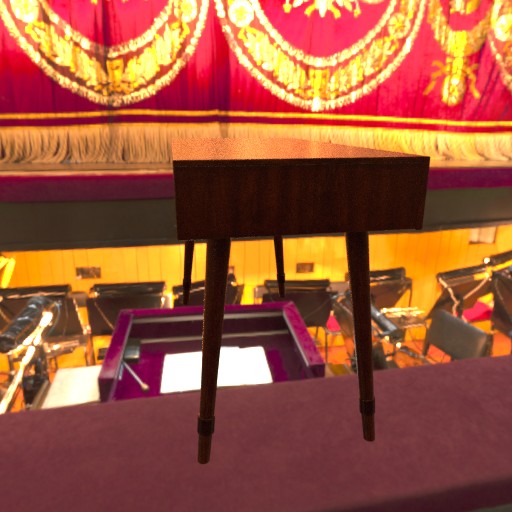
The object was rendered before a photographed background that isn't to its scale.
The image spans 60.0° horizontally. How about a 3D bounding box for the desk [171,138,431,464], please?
[{"bbox_3d":[0.000,0.000,2.108,0.734,1.031,1.577,-3,17,-10],"label":"desk"}]
